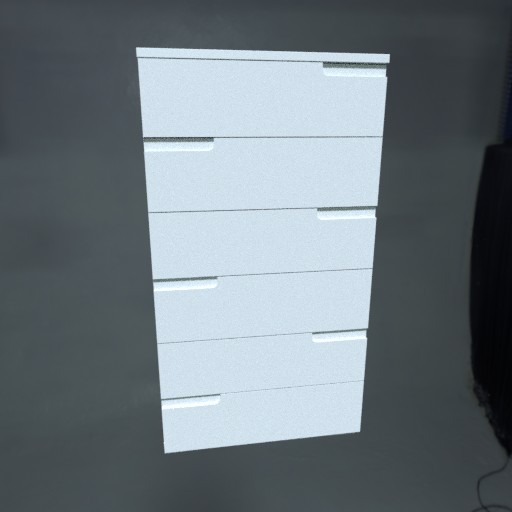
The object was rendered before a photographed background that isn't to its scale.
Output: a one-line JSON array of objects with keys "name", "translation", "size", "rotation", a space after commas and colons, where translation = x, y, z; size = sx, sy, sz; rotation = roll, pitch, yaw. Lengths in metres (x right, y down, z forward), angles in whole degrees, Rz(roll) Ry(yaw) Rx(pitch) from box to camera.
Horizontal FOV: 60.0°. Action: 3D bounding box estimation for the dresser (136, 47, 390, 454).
[{"name": "dresser", "translation": [0.000, 0.000, 1.473], "size": [0.650, 1.190, 0.400], "rotation": [-3, 16, -9]}]
